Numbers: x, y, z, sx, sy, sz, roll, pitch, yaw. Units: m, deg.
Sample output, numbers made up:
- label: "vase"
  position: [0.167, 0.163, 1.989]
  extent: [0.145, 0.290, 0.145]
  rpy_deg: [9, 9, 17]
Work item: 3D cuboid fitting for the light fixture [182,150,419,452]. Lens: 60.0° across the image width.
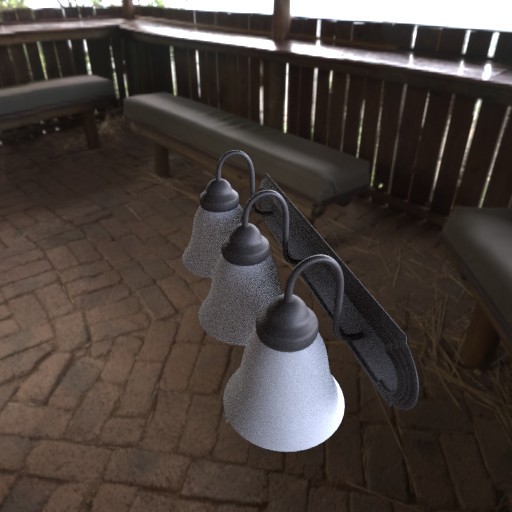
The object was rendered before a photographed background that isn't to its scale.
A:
- label: "light fixture"
  position: [0.000, 0.000, 0.709]
  extent: [0.199, 0.222, 0.610]
  rpy_deg: [-9, 33, -14]
